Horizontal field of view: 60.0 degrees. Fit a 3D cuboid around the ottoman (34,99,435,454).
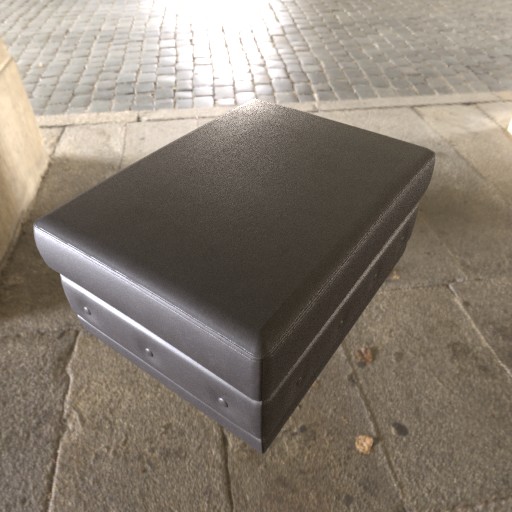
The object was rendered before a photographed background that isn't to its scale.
[{"bbox_3d":[0.000,0.000,1.153,0.590,0.498,0.795,25,48,26],"label":"ottoman"}]
